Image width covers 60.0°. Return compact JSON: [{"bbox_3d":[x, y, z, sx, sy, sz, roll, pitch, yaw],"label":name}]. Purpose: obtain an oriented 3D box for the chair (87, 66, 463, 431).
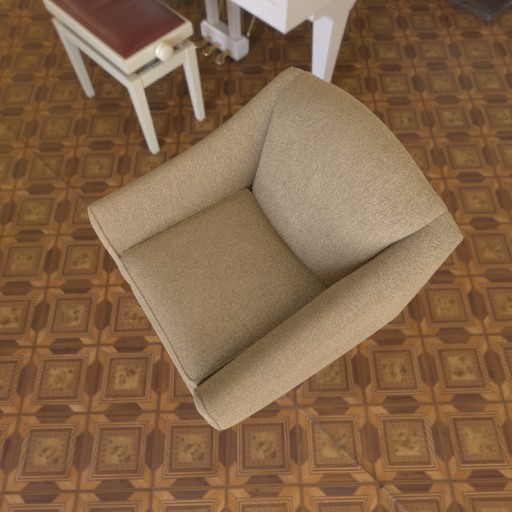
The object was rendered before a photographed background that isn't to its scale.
[{"bbox_3d":[0.000,0.000,1.426,0.787,0.839,0.763,-30,67,-15],"label":"chair"}]
